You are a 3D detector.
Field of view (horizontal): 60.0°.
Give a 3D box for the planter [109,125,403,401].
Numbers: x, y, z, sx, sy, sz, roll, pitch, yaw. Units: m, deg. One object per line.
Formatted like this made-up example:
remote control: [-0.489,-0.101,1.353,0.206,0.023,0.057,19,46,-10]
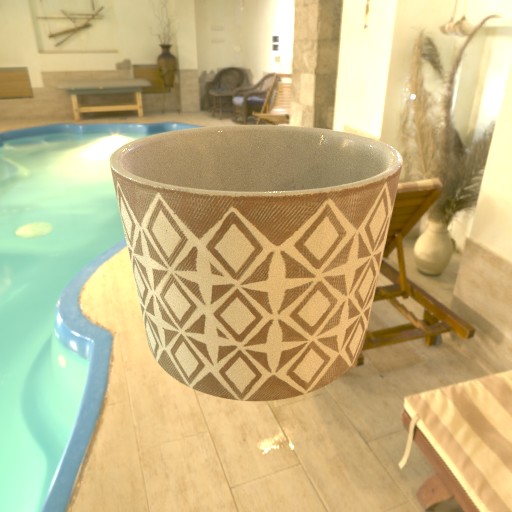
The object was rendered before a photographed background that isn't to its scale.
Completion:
planter: [0.000,0.000,0.457,0.260,0.220,0.260,0,26,0]
